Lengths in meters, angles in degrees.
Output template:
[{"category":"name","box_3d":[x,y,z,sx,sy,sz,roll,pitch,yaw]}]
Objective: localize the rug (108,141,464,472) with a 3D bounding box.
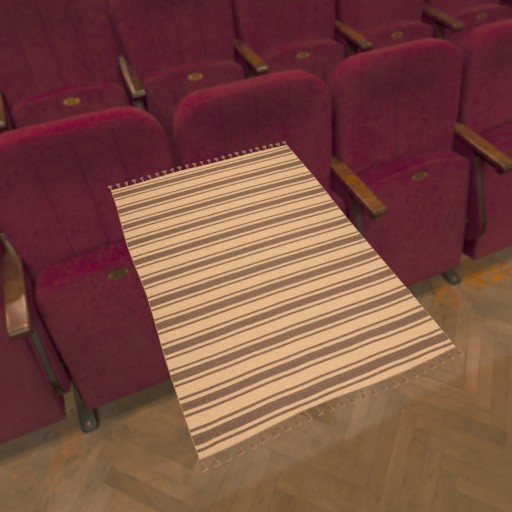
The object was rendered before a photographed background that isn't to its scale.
[{"category":"rug","box_3d":[0.000,0.000,3.905,2.030,0.017,3.040,-18,50,-15]}]
